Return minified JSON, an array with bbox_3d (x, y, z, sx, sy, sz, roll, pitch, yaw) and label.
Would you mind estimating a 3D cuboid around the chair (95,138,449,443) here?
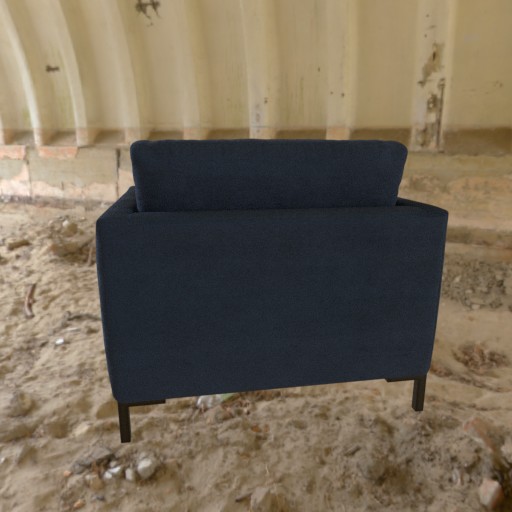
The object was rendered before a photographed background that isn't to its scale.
[{"bbox_3d":[0.000,0.000,1.597,0.964,0.812,0.875,-2,14,-9],"label":"chair"}]
